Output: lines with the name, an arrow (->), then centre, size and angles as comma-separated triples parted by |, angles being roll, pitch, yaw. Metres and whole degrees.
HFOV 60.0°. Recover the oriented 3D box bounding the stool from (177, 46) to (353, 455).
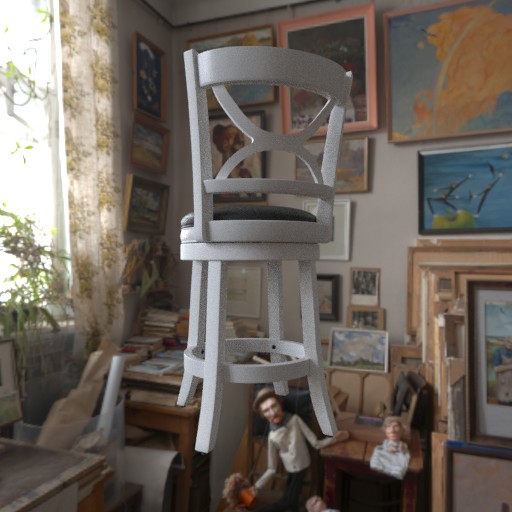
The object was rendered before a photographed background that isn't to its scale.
stool -> 0.000, 0.000, 1.237 | 0.444, 0.953, 0.508 | 0, 0, -18
